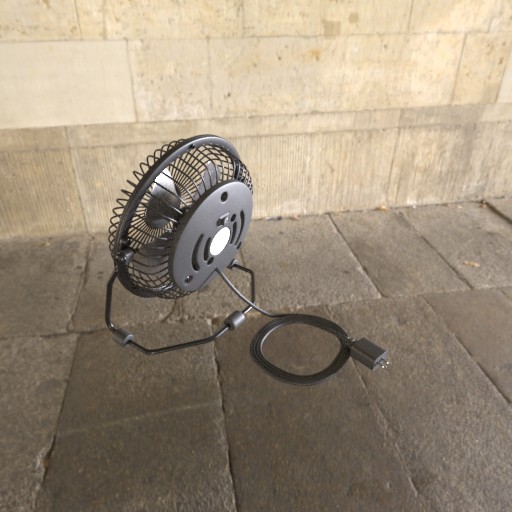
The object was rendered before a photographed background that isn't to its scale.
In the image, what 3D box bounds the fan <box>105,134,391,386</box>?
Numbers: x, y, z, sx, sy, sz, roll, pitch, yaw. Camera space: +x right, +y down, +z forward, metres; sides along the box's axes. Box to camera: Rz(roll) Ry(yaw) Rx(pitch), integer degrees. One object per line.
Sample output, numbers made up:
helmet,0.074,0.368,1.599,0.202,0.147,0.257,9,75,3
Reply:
fan,0.000,0.000,0.316,0.202,0.152,0.153,20,37,30
